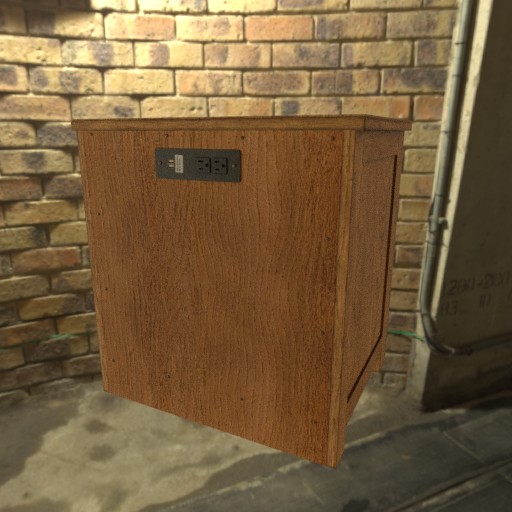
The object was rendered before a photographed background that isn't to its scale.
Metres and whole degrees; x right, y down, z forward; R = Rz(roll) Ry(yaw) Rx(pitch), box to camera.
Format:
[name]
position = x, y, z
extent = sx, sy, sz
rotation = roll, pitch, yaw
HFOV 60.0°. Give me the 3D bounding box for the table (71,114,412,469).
[table]
position = 0.000, 0.000, 1.067
extent = 0.601, 0.625, 0.494
rotation = 8, 17, 26
